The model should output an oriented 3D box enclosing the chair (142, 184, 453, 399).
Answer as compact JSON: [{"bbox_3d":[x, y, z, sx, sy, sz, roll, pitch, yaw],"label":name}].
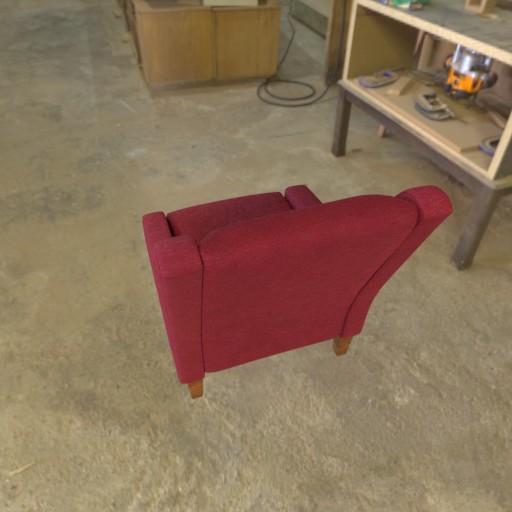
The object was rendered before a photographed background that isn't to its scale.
[{"bbox_3d":[0.000,0.000,1.736,0.793,1.017,0.985,-13,44,-14],"label":"chair"}]
